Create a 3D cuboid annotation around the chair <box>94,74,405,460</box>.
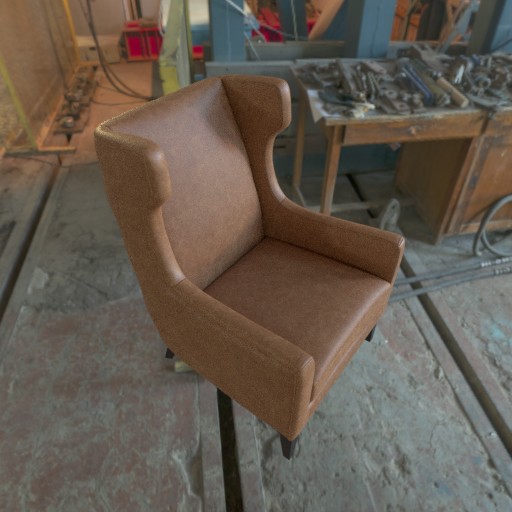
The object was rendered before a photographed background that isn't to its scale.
[{"bbox_3d":[0.000,0.000,1.672,0.899,1.079,0.766,26,47,27],"label":"chair"}]
